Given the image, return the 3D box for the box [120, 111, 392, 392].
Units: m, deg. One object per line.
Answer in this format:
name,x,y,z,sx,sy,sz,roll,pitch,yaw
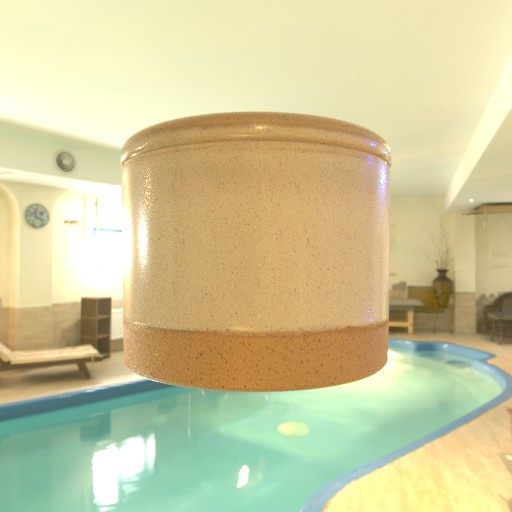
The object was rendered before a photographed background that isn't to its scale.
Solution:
box,0.000,0.000,0.262,0.154,0.123,0.154,0,-1,0
